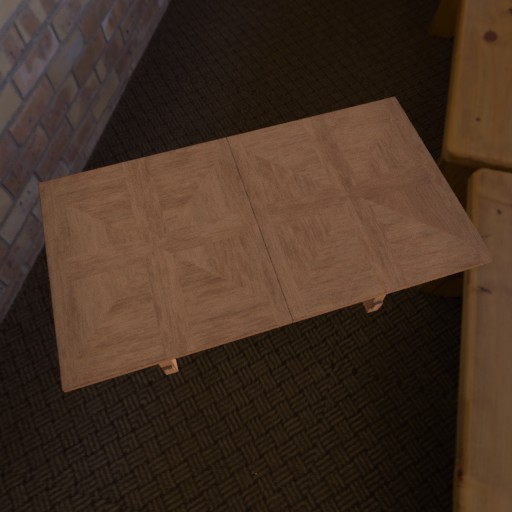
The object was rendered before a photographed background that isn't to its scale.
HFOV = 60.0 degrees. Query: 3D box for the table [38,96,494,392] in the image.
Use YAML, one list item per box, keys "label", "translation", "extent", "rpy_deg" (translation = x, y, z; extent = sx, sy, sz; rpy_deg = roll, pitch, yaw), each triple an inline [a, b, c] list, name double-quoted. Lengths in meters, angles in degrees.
- label: "table"
  translation: [0.000, 0.000, 2.387]
  extent: [1.881, 0.768, 1.016]
  rpy_deg: [-16, 65, -8]
